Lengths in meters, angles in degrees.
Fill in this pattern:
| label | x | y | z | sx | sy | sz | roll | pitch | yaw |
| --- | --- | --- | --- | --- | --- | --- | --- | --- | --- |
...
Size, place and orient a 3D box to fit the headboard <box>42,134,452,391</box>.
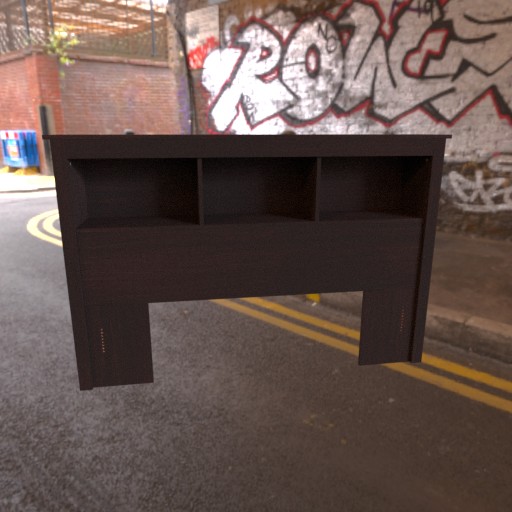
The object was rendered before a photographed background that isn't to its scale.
| label | x | y | z | sx | sy | sz | roll | pitch | yaw |
| --- | --- | --- | --- | --- | --- | --- | --- | --- | --- |
| headboard | 0.000 | 0.000 | 2.067 | 1.671 | 1.092 | 0.279 | -2 | 16 | -9 |
